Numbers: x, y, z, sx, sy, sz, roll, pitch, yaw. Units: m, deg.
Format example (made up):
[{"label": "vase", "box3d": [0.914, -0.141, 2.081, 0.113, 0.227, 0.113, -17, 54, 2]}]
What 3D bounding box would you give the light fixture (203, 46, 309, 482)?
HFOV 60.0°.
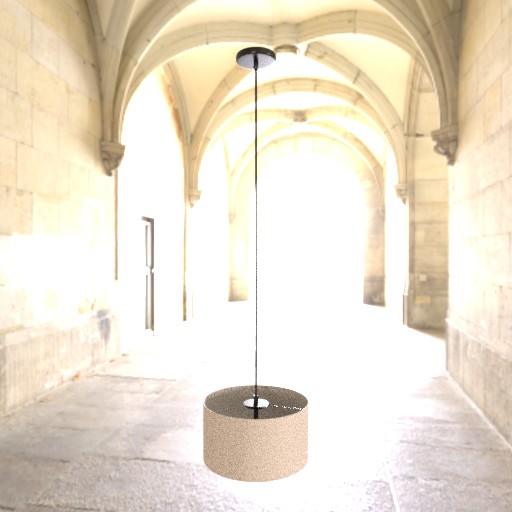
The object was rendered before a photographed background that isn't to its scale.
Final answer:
[{"label": "light fixture", "box3d": [0.000, 0.000, 1.682, 0.399, 1.516, 0.399, 0, 0, 0]}]
